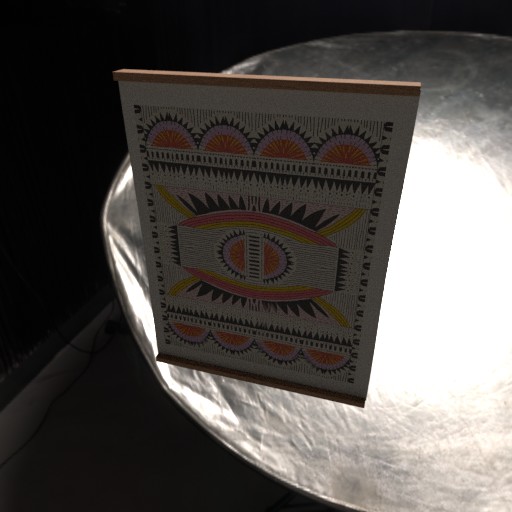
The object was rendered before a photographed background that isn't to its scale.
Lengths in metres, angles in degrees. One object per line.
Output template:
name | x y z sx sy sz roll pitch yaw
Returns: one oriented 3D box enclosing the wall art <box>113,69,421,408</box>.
wall art | 0.000 0.000 0.697 0.403 0.527 0.028 9 31 14
